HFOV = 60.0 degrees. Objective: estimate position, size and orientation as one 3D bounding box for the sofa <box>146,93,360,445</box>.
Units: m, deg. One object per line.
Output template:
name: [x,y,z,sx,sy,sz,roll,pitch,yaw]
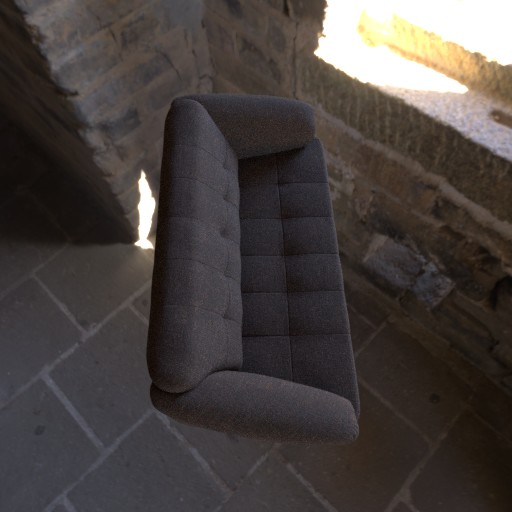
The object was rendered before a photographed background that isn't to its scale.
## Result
sofa: [0.000,0.000,2.287,0.887,0.790,1.849,-2,62,-1]
